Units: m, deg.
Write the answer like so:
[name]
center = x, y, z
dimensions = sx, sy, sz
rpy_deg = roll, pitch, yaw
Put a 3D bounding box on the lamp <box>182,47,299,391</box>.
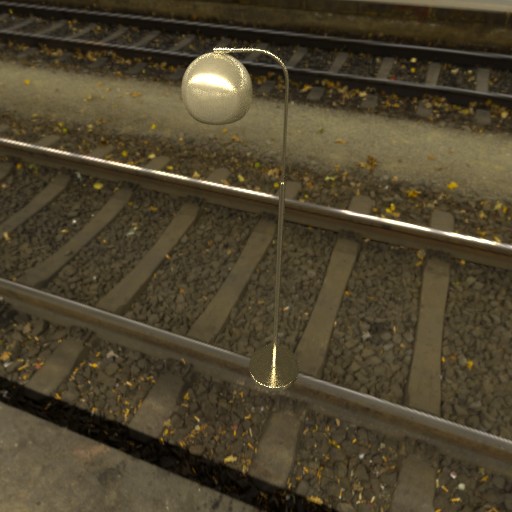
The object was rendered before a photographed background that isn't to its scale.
[lamp]
center = 0.000, 0.000, 1.719
dimensions = 0.431, 1.526, 0.250
rpy_deg = 0, 42, 0
